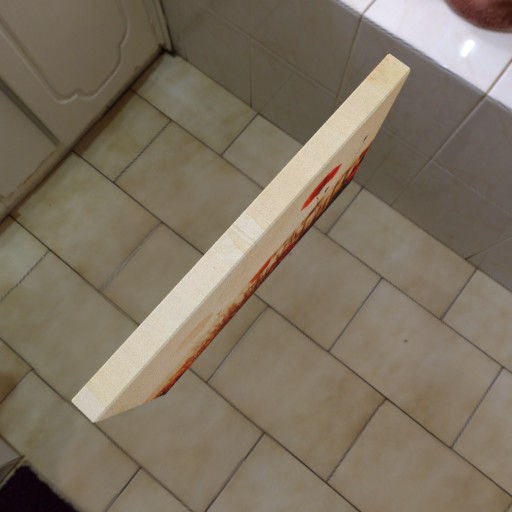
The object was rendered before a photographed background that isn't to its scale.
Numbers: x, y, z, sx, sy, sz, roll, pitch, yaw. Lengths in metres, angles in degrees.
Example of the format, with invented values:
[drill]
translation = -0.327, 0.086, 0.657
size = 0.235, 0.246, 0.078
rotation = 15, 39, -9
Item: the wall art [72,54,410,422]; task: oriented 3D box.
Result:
[wall art]
translation = 0.000, 0.000, 0.760
size = 0.040, 0.402, 0.613
rotation = 40, 80, 8
